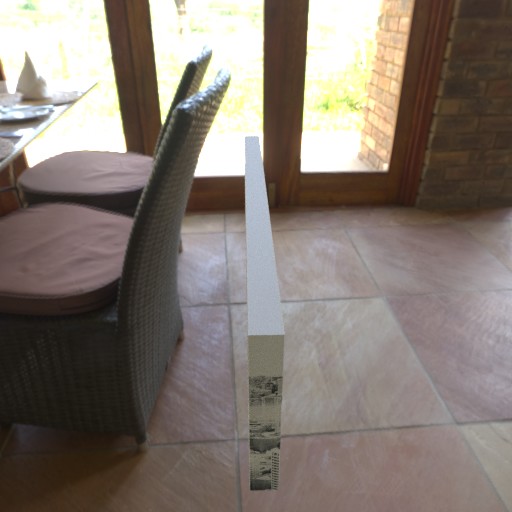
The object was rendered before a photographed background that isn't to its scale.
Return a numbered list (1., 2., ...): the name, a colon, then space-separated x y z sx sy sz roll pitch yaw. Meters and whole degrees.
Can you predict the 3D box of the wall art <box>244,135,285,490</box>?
1. wall art: 0.000 0.000 0.835 0.038 0.255 0.763 -1 30 -1
